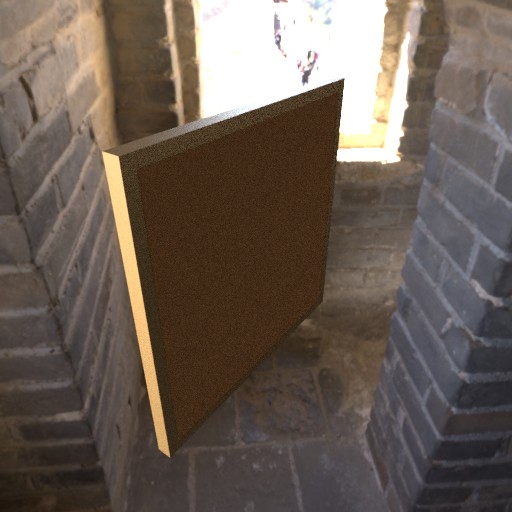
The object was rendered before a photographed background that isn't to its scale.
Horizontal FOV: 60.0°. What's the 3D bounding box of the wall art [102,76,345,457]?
[{"bbox_3d":[0.000,0.000,2.902,0.099,1.926,1.926,21,38,30],"label":"wall art"}]
